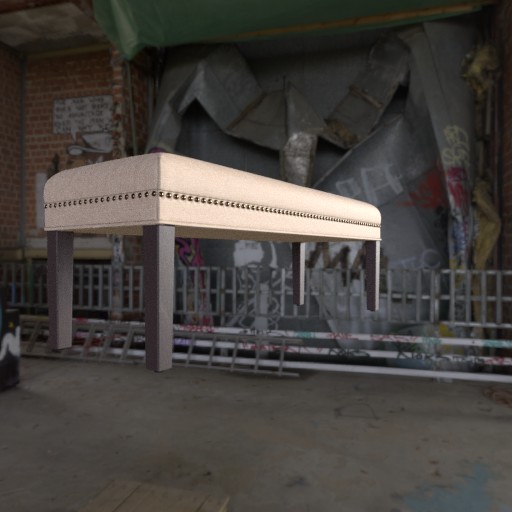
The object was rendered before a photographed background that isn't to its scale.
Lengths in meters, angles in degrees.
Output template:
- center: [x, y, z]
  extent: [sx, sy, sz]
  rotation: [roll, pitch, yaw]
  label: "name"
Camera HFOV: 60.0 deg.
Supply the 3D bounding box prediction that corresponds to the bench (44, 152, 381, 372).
- center: [0.000, 0.000, 1.456]
  extent: [0.410, 0.457, 1.219]
  rotation: [0, 0, 36]
  label: "bench"
